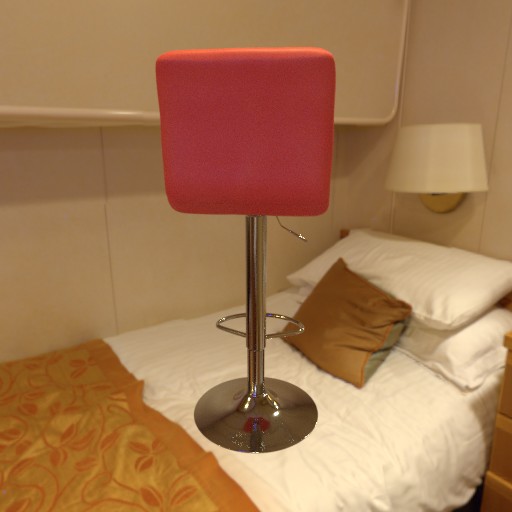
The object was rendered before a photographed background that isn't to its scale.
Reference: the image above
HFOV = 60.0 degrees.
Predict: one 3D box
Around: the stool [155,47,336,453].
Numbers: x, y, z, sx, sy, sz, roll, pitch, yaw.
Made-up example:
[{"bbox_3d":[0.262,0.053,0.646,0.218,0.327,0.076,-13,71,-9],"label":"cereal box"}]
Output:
[{"bbox_3d":[0.000,0.000,1.380,0.430,1.115,0.505,2,16,7],"label":"stool"}]
